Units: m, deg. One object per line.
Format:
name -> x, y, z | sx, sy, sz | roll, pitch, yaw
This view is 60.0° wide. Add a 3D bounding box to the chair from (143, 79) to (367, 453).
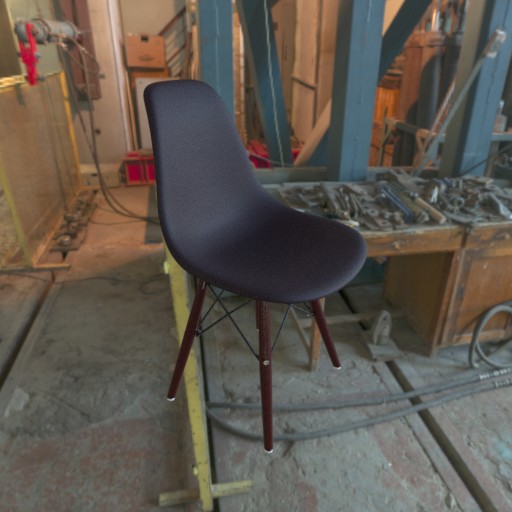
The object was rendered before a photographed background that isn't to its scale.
chair -> 0.000, 0.000, 1.150 | 0.533, 0.826, 0.470 | 17, 31, 31
